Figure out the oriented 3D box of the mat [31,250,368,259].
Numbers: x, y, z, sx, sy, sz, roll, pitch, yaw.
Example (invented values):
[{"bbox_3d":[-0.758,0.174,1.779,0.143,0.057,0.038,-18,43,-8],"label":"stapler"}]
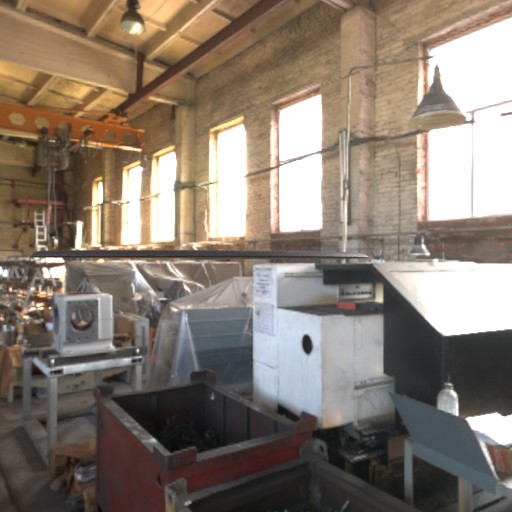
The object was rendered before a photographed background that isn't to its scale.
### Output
[{"bbox_3d":[0.000,0.000,1.865,0.917,0.022,1.525,0,-1,18],"label":"mat"}]
